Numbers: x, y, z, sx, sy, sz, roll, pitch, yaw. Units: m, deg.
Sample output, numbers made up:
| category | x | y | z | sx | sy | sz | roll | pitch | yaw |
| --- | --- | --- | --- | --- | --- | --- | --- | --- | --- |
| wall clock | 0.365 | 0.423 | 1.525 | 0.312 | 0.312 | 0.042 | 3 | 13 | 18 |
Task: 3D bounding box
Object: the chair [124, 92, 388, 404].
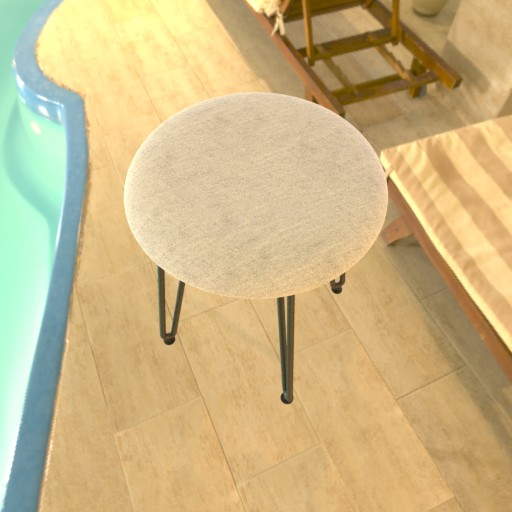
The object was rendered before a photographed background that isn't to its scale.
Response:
| category | x | y | z | sx | sy | sz | roll | pitch | yaw |
| --- | --- | --- | --- | --- | --- | --- | --- | --- | --- |
| chair | 0.000 | 0.000 | 0.659 | 0.350 | 0.386 | 0.350 | -16 | 58 | -10 |
